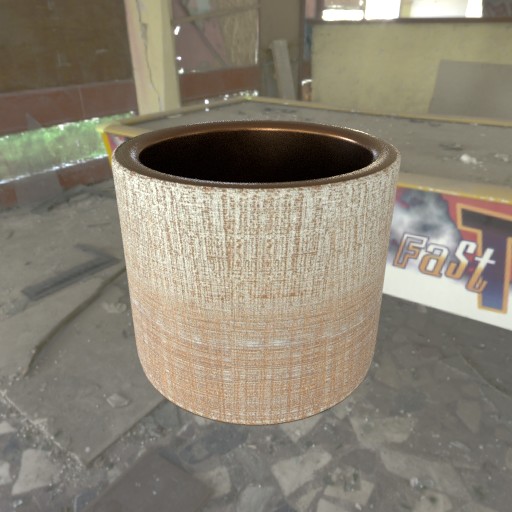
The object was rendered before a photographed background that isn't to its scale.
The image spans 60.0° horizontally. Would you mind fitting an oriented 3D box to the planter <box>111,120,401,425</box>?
[{"bbox_3d":[0.000,0.000,0.191,0.109,0.096,0.109,0,27,0],"label":"planter"}]
